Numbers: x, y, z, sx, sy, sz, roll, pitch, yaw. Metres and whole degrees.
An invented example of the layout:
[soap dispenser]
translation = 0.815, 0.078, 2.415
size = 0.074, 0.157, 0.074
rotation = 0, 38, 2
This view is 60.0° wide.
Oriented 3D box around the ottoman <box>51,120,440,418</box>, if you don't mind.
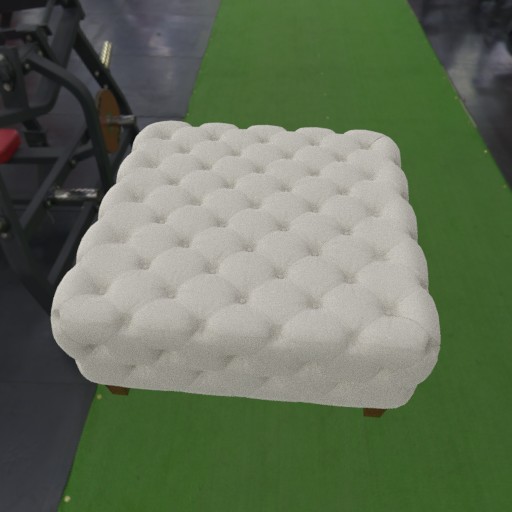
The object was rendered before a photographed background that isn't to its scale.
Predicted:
[ottoman]
translation = 0.000, 0.000, 1.170
size = 0.755, 0.376, 0.753
rotation = 4, 46, 4
